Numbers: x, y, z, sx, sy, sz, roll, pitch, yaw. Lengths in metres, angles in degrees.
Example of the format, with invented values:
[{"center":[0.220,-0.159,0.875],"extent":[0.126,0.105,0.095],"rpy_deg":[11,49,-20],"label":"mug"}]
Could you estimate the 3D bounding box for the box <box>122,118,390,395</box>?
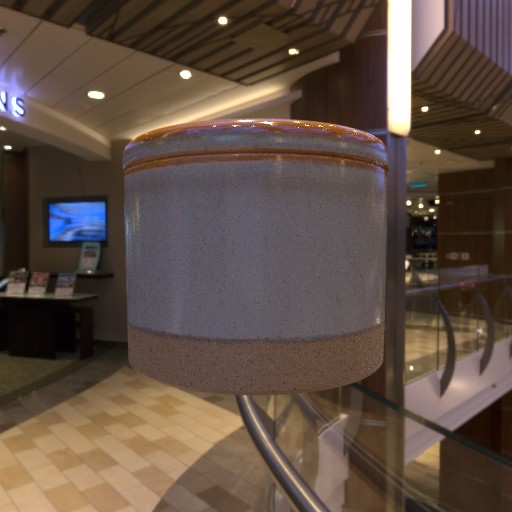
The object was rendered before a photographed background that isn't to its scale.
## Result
[{"center":[0.000,0.000,0.214],"extent":[0.123,0.100,0.123],"rpy_deg":[0,1,0],"label":"box"}]
